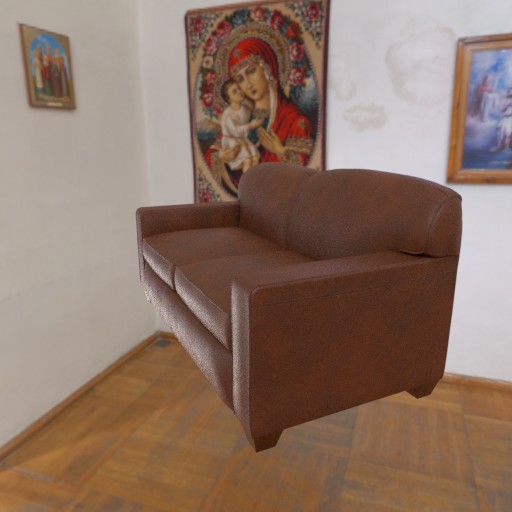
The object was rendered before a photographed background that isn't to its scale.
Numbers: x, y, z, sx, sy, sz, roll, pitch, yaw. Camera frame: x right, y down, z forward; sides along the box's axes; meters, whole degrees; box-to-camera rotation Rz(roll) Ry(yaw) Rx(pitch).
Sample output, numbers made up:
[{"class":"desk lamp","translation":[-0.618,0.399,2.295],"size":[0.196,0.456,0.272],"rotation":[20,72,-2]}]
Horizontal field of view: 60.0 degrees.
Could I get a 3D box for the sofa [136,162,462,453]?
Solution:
[{"class":"sofa","translation":[0.000,0.000,2.436],"size":[1.000,0.966,1.856],"rotation":[-7,17,-25]}]
